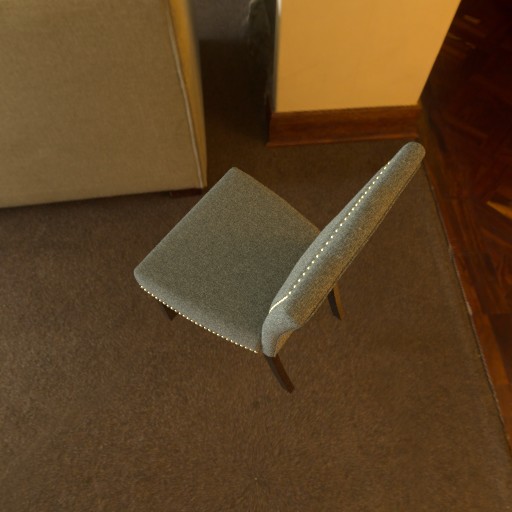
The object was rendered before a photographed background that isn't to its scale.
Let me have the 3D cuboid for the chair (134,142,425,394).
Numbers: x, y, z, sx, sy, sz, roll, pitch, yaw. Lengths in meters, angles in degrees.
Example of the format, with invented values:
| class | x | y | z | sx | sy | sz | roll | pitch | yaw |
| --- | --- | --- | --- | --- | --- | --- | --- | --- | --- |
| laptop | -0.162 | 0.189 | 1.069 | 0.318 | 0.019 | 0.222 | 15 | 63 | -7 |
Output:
| class | x | y | z | sx | sy | sz | roll | pitch | yaw |
| --- | --- | --- | --- | --- | --- | --- | --- | --- | --- |
| chair | 0.000 | 0.000 | 1.332 | 0.589 | 0.946 | 0.518 | 34 | 68 | 16 |
